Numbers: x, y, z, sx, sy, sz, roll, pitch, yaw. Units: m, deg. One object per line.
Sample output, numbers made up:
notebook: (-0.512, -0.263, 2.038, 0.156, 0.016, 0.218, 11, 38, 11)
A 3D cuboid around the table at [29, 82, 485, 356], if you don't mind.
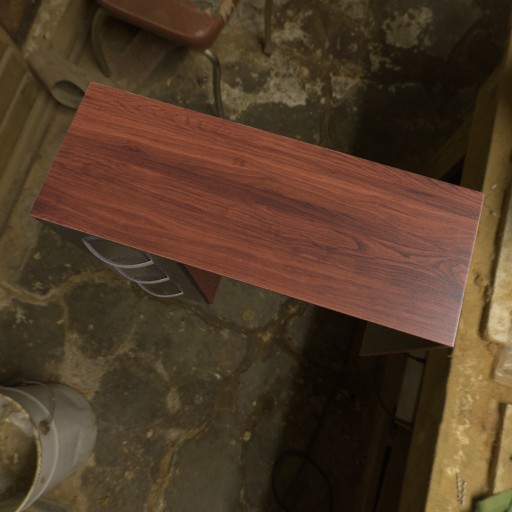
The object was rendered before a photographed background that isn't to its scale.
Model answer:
table: (0.000, 0.000, 1.340, 0.930, 0.790, 0.380, 17, 77, 4)
